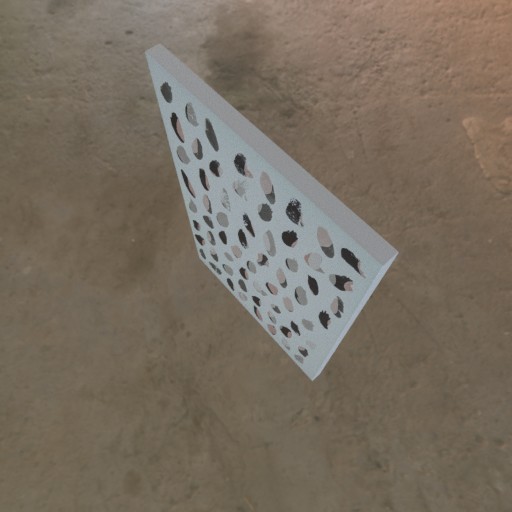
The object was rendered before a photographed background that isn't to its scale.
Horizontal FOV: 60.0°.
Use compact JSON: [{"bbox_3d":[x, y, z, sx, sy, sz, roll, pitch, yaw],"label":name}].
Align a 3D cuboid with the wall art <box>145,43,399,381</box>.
[{"bbox_3d":[0.000,0.000,1.173,0.037,0.916,0.610,-38,70,-17],"label":"wall art"}]
